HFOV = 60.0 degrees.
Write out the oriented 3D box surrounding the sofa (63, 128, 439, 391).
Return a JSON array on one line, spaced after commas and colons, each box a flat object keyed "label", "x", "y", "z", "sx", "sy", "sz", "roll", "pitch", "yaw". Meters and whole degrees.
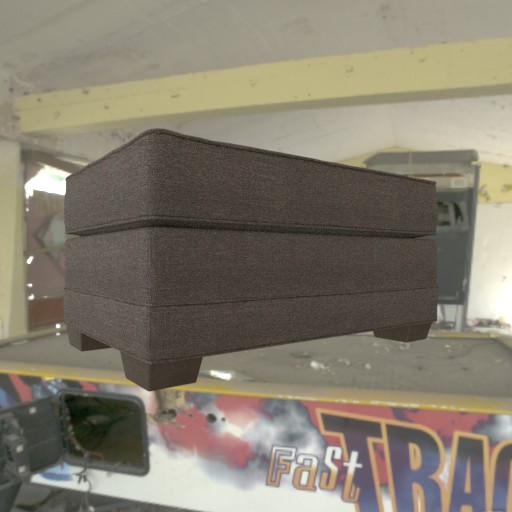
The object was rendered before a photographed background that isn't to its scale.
[{"label": "sofa", "x": 0.000, "y": 0.000, "z": 1.185, "sx": 0.854, "sy": 0.457, "sz": 0.578, "roll": 0, "pitch": 0, "yaw": -37}]
